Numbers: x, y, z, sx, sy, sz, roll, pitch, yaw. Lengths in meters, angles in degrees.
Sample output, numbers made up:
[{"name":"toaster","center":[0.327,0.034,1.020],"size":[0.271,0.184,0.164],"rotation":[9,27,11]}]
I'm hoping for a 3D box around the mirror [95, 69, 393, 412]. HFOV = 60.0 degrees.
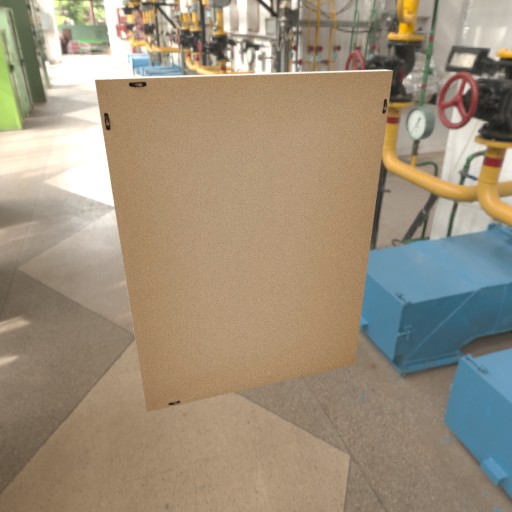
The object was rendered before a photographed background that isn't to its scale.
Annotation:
[{"name":"mirror","center":[0.000,0.000,1.333],"size":[0.762,1.016,0.041],"rotation":[-8,28,-16]}]
